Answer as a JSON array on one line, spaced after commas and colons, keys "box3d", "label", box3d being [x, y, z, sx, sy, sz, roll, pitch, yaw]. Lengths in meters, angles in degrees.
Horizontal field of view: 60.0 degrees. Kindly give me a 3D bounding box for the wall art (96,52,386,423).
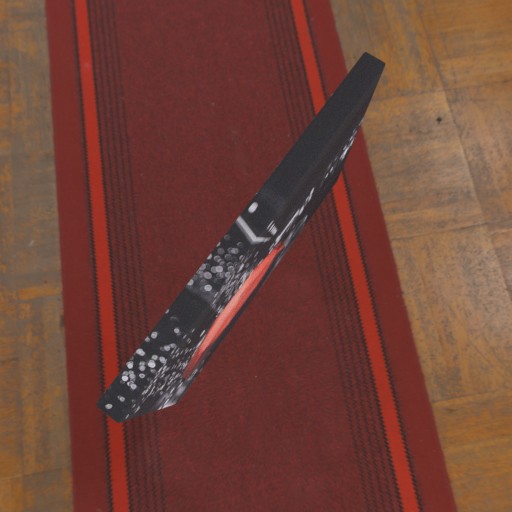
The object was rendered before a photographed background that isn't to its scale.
[{"box3d": [0.000, 0.000, 0.782, 0.037, 0.406, 0.609, 34, 77, 9], "label": "wall art"}]
